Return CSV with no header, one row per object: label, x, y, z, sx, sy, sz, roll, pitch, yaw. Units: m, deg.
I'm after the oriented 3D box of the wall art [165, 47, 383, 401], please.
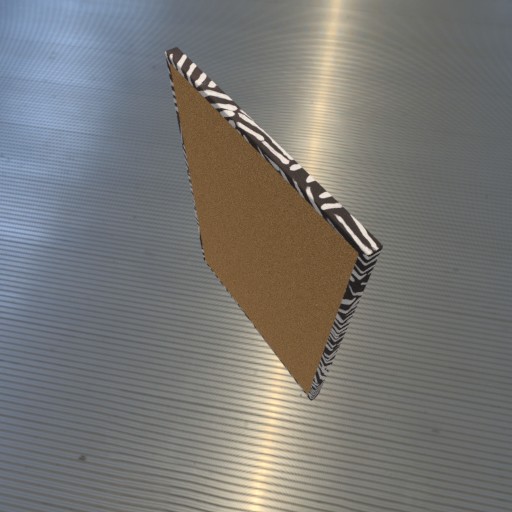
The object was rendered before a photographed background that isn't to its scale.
wall art,0.000,0.000,1.407,0.038,1.017,0.765,-31,63,-18
